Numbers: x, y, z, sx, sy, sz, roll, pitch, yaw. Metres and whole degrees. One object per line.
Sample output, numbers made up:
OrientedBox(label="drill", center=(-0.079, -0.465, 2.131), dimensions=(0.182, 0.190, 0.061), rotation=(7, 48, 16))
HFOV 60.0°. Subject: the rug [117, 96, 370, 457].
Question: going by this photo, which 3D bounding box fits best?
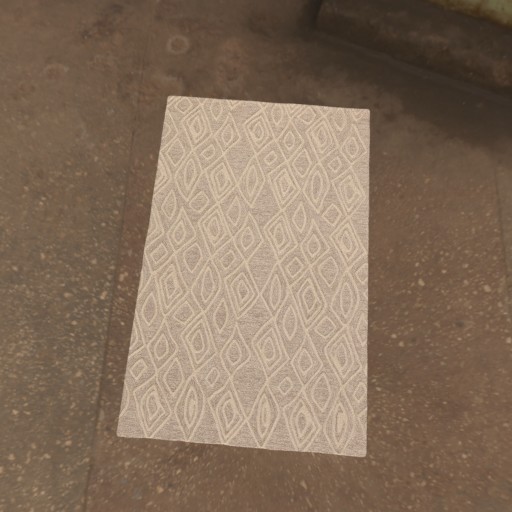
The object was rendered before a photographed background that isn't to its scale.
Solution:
OrientedBox(label="rug", center=(0.000, 0.000, 3.047), dimensions=(1.546, 0.010, 2.442), rotation=(4, 74, 1))
